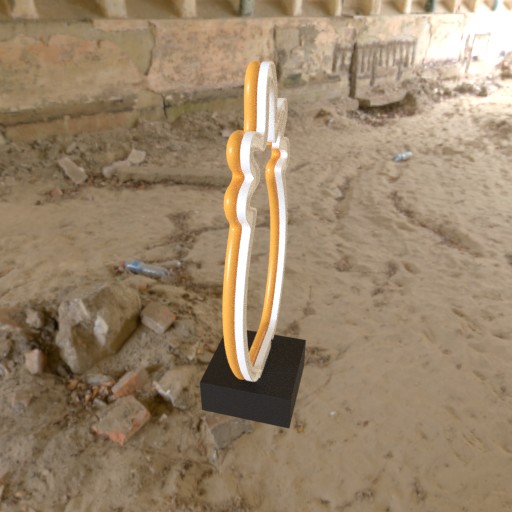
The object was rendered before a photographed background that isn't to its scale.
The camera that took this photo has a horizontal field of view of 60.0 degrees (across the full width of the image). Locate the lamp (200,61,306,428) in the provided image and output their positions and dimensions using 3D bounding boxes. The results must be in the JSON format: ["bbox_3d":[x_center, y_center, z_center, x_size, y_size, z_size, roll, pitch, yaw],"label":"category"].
[{"bbox_3d":[0.000,0.000,0.391,0.088,0.317,0.167,7,30,13],"label":"lamp"}]
